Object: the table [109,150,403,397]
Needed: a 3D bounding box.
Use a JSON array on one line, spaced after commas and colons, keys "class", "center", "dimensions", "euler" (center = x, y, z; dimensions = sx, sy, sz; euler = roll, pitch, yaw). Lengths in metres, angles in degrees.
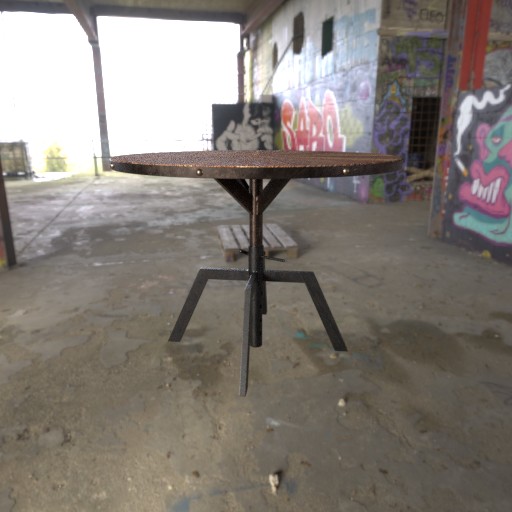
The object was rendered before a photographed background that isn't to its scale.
[{"class": "table", "center": [0.000, 0.000, 1.488], "dimensions": [0.885, 0.658, 0.885], "euler": [0, 16, 0]}]
